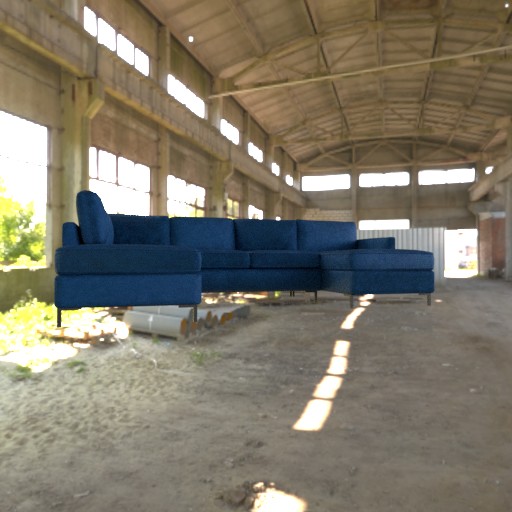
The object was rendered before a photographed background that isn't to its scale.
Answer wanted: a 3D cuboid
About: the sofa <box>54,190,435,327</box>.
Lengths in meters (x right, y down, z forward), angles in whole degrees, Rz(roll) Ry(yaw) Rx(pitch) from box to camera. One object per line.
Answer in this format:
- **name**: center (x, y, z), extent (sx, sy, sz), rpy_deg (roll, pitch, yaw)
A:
- **sofa**: center (0.000, 0.000, 4.414), extent (3.434, 0.992, 2.055), rpy_deg (0, -1, -17)
